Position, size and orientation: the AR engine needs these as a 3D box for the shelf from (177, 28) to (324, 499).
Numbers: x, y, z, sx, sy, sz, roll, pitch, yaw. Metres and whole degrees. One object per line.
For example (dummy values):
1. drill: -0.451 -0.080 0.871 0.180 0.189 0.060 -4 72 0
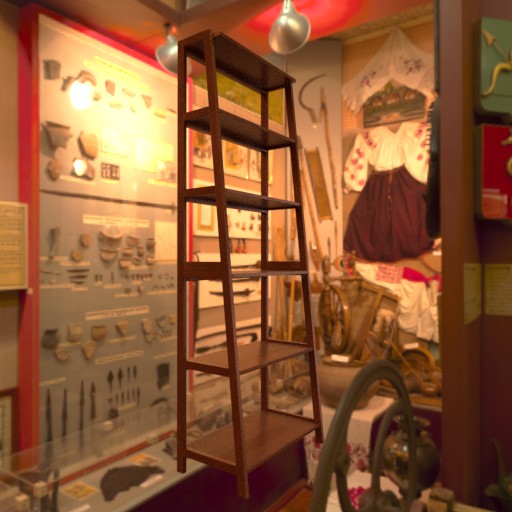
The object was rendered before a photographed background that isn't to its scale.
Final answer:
1. shelf: 0.000 0.000 2.102 0.382 1.892 0.660 0 -1 36
